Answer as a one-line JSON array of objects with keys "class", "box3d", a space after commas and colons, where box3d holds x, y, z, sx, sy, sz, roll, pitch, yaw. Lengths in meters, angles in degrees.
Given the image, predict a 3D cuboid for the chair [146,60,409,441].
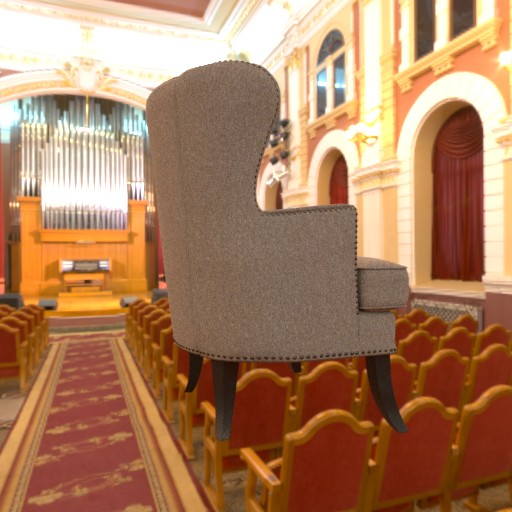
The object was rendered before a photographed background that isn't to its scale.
[{"class": "chair", "box3d": [0.000, 0.000, 1.568, 0.758, 1.060, 0.759, 0, 0, -20]}]
